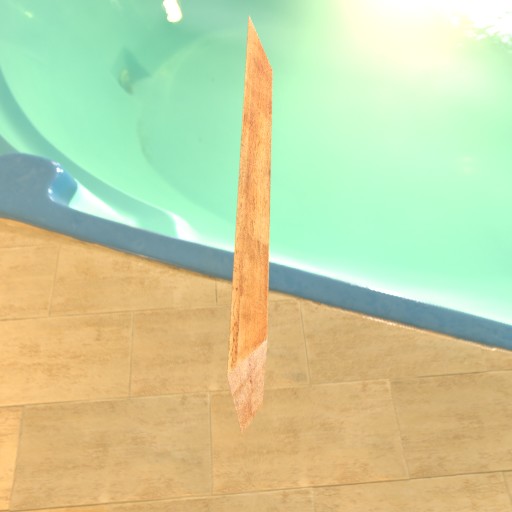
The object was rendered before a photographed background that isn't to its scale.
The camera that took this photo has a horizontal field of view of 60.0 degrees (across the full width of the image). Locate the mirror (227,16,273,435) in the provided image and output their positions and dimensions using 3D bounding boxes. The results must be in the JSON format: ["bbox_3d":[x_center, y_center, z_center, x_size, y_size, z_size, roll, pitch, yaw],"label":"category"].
[{"bbox_3d":[0.000,0.000,0.944,0.047,0.651,0.651,2,62,1],"label":"mirror"}]
